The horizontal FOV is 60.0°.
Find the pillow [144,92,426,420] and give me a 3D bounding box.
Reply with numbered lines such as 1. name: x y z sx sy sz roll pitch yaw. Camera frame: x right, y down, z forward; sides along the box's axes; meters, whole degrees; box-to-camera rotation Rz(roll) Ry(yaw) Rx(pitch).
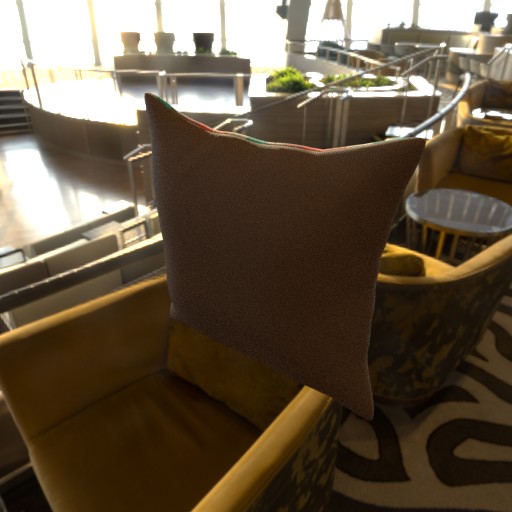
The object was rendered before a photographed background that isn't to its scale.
1. pillow: 0.000 0.000 0.696 0.453 0.443 0.168 21 36 32
